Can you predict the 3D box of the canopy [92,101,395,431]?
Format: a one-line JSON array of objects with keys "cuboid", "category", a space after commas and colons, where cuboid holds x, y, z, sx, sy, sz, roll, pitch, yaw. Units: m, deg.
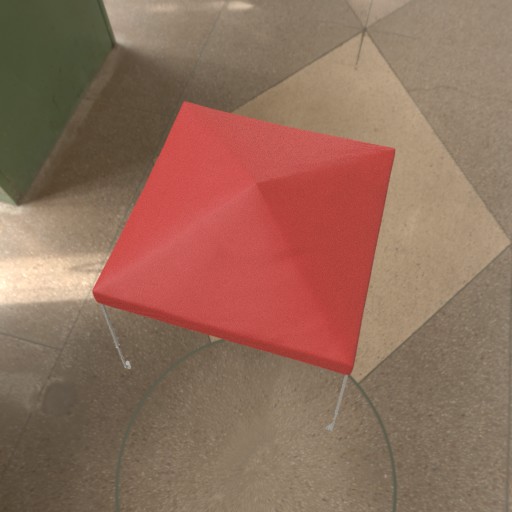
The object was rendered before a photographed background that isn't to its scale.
[{"cuboid": [0.000, 0.000, 6.415, 3.600, 3.600, 3.599, 15, 65, 7], "category": "canopy"}]
